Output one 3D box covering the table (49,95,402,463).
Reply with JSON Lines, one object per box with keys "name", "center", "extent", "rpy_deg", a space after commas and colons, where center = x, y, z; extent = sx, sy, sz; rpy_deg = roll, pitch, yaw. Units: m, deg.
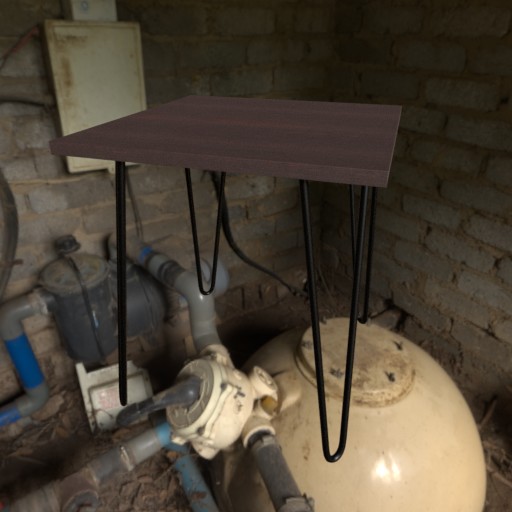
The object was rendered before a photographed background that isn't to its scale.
{"name": "table", "center": [0.000, 0.000, 0.938], "extent": [0.495, 0.559, 0.495], "rpy_deg": [9, 29, 16]}
